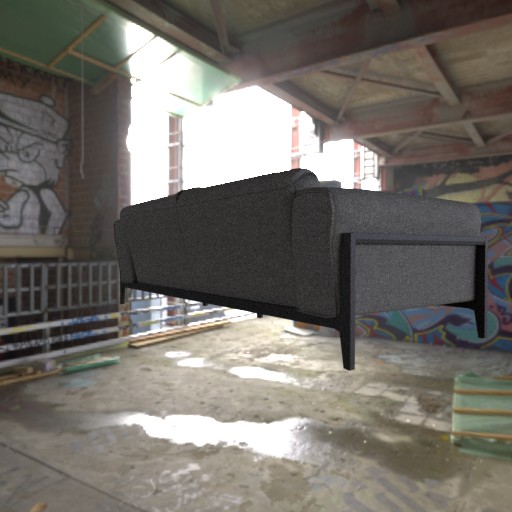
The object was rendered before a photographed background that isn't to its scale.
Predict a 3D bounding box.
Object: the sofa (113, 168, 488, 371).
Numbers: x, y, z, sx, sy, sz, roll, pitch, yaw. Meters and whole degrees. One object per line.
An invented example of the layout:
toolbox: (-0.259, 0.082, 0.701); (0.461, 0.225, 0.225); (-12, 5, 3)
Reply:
sofa: (0.000, 0.000, 2.489); (0.985, 0.703, 2.125); (-1, 1, -36)
